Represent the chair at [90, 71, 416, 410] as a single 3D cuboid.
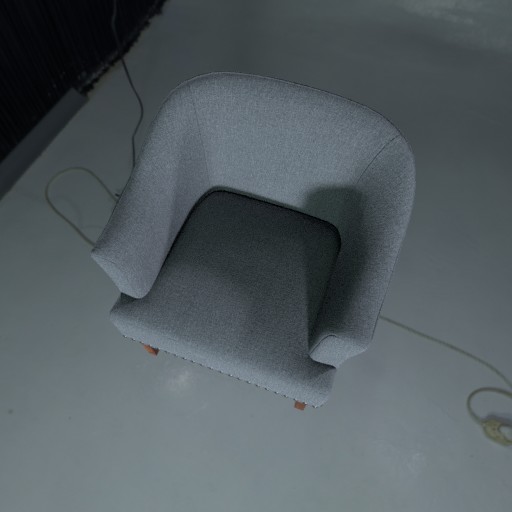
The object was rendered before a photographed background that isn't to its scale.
[{"bbox_3d":[0.000,0.000,1.430,0.798,0.815,0.704,18,61,10],"label":"chair"}]
